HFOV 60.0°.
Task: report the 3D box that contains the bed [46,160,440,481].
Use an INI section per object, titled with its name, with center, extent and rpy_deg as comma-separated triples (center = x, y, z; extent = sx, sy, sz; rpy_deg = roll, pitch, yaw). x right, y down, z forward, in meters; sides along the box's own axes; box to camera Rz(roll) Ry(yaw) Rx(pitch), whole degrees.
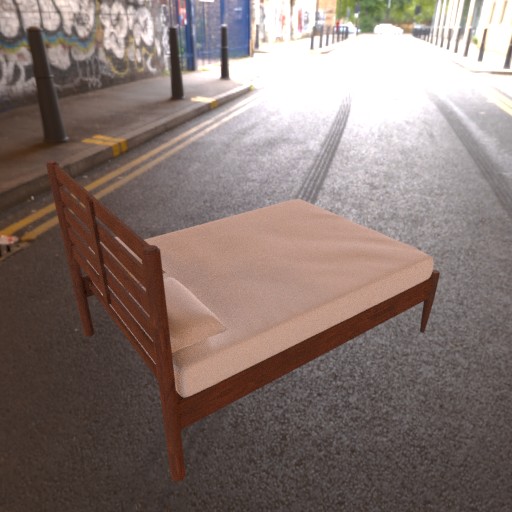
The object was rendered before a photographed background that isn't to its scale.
[bed]
center = 0.000, 0.000, 3.007
extent = 2.093, 1.304, 1.509
rpy_deg = -19, 33, -31
